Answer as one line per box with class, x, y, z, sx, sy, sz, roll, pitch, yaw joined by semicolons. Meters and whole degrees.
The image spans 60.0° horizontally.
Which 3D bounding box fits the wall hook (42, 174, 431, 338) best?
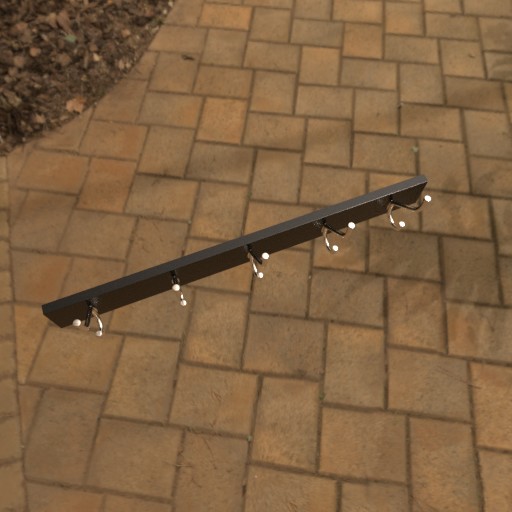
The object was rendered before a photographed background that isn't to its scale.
wall hook;0.000;0.000;0.609;0.571;0.117;0.071;-19;65;-9
